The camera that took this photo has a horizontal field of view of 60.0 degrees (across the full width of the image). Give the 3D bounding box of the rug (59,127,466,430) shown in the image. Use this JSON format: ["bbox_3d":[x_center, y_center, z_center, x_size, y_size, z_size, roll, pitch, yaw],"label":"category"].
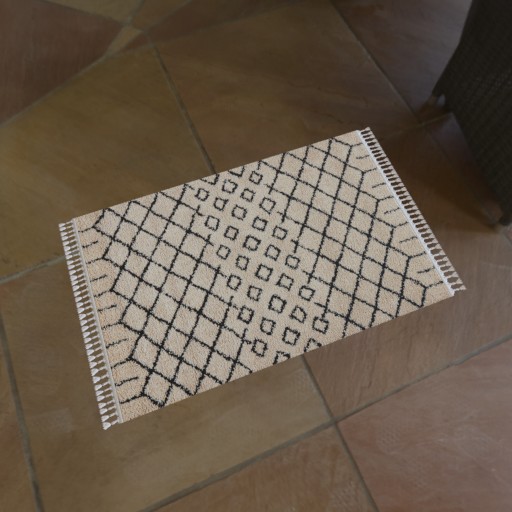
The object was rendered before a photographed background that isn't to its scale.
[{"bbox_3d":[0.000,0.000,2.491,2.006,0.008,1.196,-19,67,-8],"label":"rug"}]
